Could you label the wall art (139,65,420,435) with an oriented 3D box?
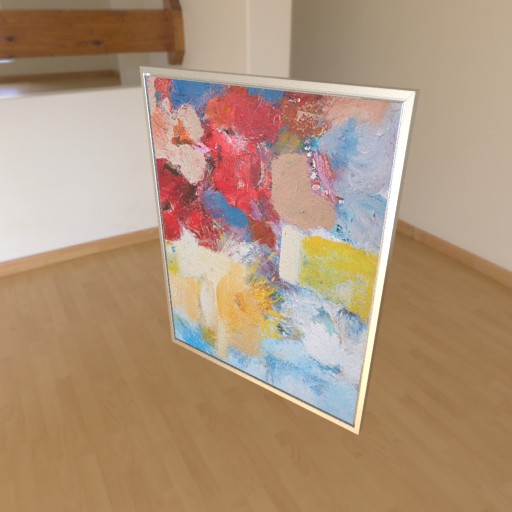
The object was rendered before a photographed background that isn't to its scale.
[{"bbox_3d":[0.000,0.000,1.379,0.816,1.046,0.030,18,34,29],"label":"wall art"}]
